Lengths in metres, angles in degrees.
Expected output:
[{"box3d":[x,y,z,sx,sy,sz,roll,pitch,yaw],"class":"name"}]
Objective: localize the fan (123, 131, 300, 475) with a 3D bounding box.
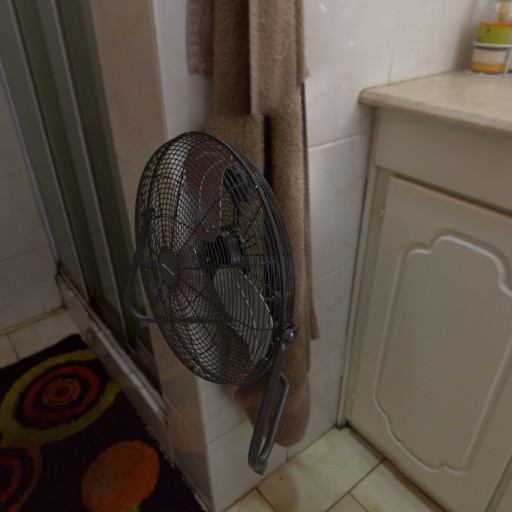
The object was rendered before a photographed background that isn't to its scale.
[{"box3d":[0.000,0.000,0.932,0.424,0.546,0.555,-21,38,-30],"class":"fan"}]
